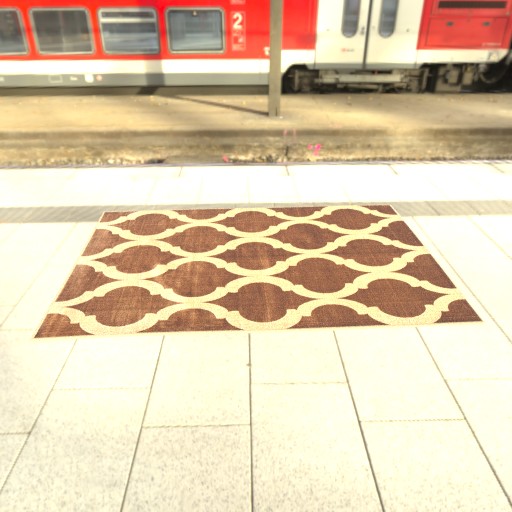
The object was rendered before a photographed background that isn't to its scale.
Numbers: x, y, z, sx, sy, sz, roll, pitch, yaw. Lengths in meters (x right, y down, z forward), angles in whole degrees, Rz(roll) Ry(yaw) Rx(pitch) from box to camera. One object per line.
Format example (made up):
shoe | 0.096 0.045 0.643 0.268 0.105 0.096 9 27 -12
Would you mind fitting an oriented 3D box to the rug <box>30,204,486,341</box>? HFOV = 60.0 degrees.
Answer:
rug | 0.000 0.000 2.861 2.290 0.014 1.526 -2 30 -3
